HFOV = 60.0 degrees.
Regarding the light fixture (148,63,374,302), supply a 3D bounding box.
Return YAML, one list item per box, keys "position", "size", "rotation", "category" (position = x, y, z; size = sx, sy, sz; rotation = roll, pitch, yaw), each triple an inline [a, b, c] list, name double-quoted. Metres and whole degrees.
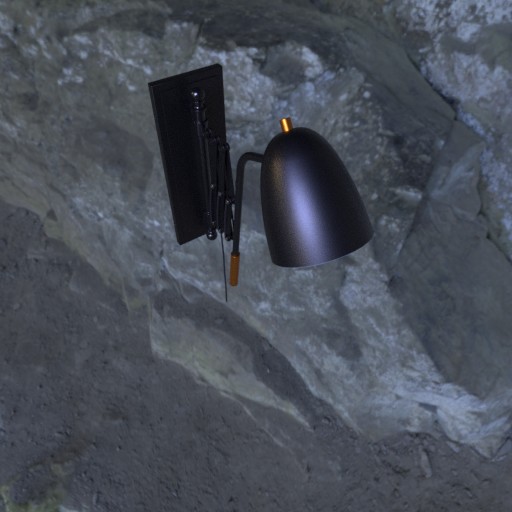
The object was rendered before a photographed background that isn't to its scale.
- position: [0.000, 0.000, 0.930]
  size: [0.162, 0.715, 0.499]
  rotation: [-26, 52, -22]
  category: "light fixture"
